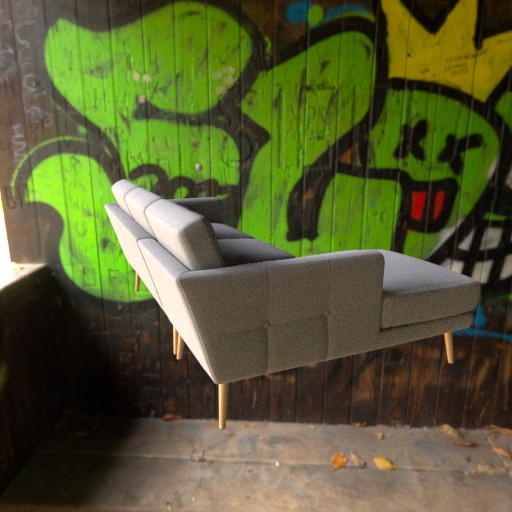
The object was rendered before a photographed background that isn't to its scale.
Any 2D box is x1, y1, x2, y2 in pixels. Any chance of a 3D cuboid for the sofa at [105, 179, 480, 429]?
[{"bbox_3d":[0.000,0.000,2.747,1.530,0.860,2.040,-7,16,-24],"label":"sofa"}]
